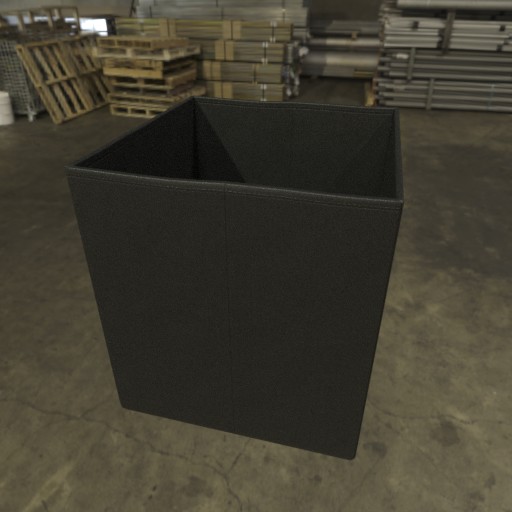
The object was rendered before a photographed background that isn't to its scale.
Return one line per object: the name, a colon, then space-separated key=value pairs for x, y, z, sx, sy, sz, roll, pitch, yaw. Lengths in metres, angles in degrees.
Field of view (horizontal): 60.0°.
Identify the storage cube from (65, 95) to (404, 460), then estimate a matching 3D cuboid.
storage cube: x=0.000 y=0.000 z=0.495 sx=0.270 sy=0.280 sz=0.270 roll=8 pitch=32 yaw=12
